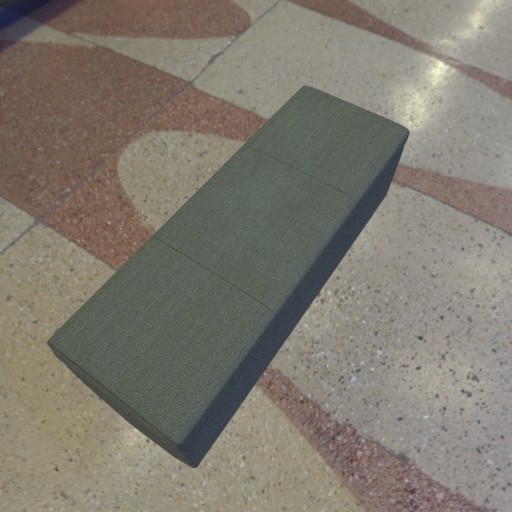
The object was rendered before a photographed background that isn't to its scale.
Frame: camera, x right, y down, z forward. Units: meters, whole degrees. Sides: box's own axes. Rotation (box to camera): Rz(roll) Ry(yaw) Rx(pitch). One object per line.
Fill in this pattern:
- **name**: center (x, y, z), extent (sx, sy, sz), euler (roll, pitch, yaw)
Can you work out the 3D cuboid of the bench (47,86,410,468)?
- **bench**: center (0.000, 0.000, 1.487), extent (0.446, 0.438, 1.269), euler (30, 62, 18)
